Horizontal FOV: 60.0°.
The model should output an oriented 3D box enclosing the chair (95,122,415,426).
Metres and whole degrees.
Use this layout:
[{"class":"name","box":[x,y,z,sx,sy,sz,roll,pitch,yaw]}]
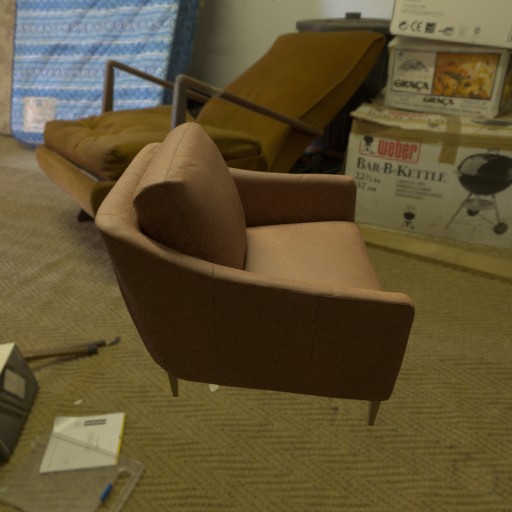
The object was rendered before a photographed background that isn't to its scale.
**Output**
[{"class":"chair","box":[0.000,0.000,1.745,0.963,0.895,0.988,0,31,0]}]
